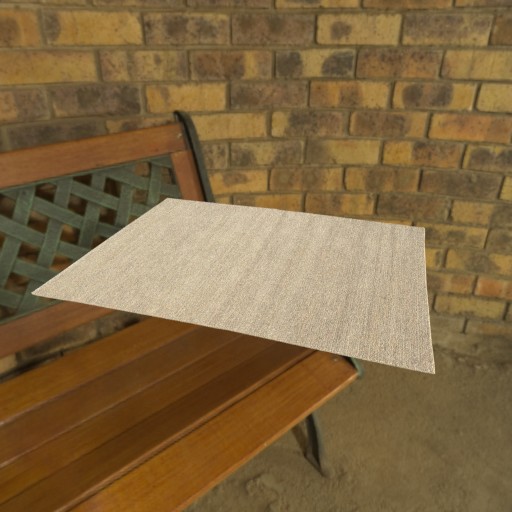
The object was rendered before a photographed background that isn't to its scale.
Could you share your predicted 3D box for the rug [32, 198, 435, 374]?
[{"bbox_3d":[0.000,0.000,4.893,3.626,0.051,2.757,8,29,16],"label":"rug"}]
